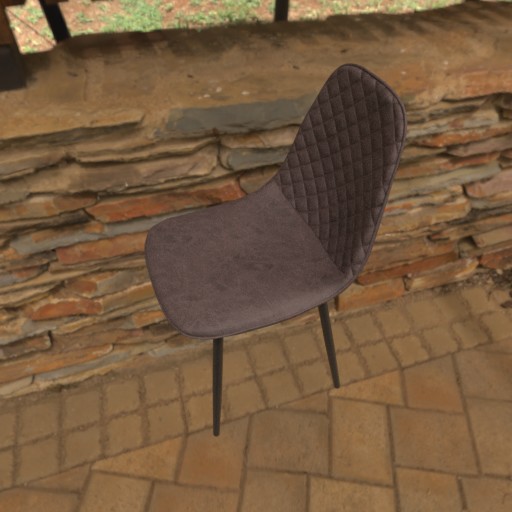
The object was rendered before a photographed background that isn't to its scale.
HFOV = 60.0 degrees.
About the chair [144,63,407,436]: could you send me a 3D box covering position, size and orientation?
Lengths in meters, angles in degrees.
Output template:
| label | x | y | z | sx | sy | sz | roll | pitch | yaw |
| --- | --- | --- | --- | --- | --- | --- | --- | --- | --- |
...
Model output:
| label | x | y | z | sx | sy | sz | roll | pitch | yaw |
| --- | --- | --- | --- | --- | --- | --- | --- | --- | --- |
| chair | 0.000 | 0.000 | 1.183 | 0.561 | 0.889 | 0.472 | -16 | 48 | -15 |
